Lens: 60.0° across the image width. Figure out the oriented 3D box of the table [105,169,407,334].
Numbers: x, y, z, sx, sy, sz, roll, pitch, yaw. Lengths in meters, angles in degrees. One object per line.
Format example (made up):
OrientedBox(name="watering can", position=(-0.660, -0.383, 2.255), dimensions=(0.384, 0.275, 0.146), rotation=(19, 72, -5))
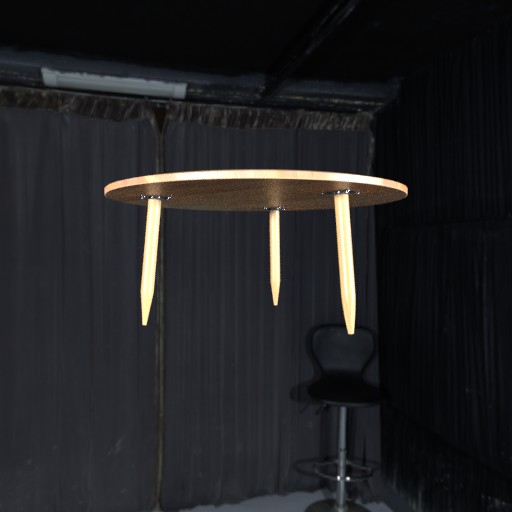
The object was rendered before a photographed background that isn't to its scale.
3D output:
OrientedBox(name="table", position=(0.000, 0.000, 1.397), dimensions=(0.900, 0.400, 0.900), rotation=(0, 1, 0))
